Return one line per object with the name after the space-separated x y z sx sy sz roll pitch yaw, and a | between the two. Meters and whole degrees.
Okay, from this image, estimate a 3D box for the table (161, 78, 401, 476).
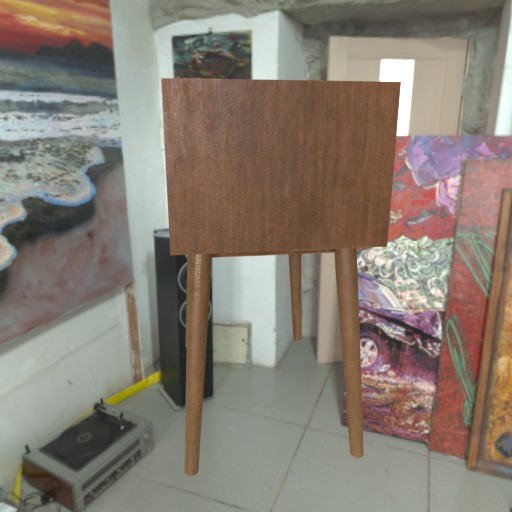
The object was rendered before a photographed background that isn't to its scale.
0.000 0.000 0.840 0.307 0.580 0.454 -2 16 -8 | table
